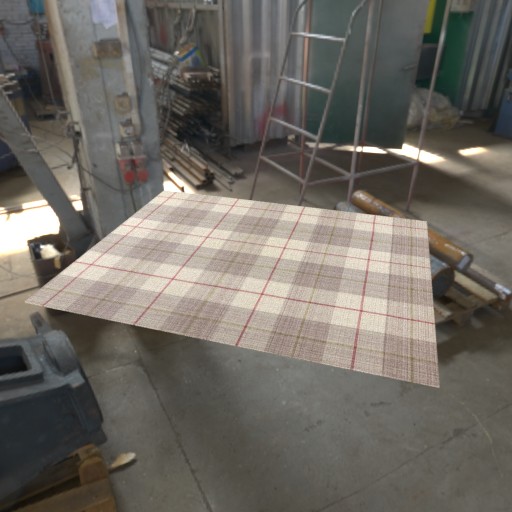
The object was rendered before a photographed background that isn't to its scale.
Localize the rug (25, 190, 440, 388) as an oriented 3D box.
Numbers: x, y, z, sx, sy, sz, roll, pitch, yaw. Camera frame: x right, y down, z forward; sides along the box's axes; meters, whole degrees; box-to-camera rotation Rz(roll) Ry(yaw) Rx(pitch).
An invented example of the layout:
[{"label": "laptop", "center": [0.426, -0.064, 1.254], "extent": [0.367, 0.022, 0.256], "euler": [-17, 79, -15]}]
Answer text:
[{"label": "rug", "center": [0.000, 0.000, 3.944], "extent": [2.959, 0.016, 2.317], "euler": [9, 32, 14]}]
